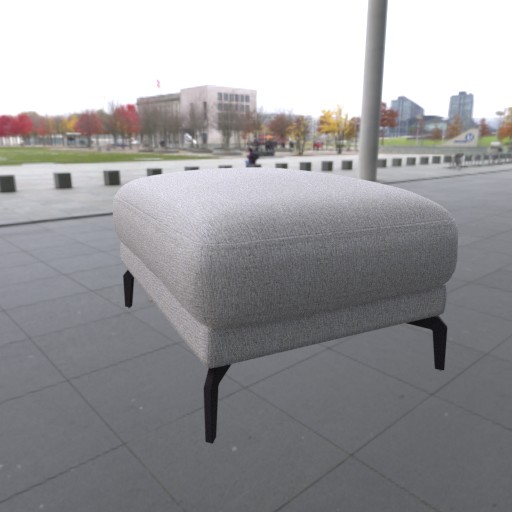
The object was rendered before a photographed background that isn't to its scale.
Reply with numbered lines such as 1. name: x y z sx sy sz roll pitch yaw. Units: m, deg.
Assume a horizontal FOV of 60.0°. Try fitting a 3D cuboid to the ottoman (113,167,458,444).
1. ottoman: 0.000 0.000 1.089 0.568 0.420 0.772 -7 16 -26
